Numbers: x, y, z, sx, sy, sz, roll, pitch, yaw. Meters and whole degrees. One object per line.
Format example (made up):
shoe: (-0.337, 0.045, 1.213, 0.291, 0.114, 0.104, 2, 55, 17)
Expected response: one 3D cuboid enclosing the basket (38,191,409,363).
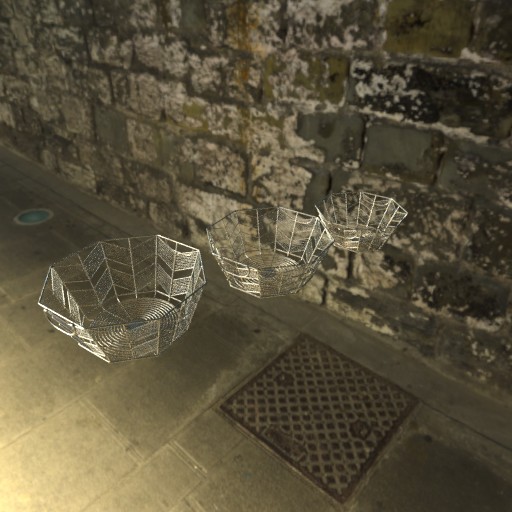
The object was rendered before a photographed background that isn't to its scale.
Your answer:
basket: (0.000, 0.000, 1.392, 1.246, 0.178, 0.432, -20, 37, -29)
